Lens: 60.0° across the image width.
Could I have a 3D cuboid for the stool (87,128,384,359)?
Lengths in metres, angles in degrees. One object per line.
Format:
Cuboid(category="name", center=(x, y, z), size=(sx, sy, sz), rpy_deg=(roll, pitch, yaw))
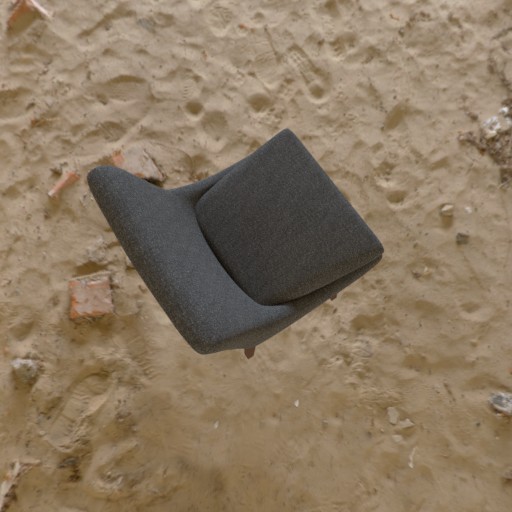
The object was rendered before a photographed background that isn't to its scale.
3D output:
Cuboid(category="stool", center=(0.000, 0.000, 1.387), size=(0.572, 1.068, 0.489), rpy_deg=(-33, 77, -9))
